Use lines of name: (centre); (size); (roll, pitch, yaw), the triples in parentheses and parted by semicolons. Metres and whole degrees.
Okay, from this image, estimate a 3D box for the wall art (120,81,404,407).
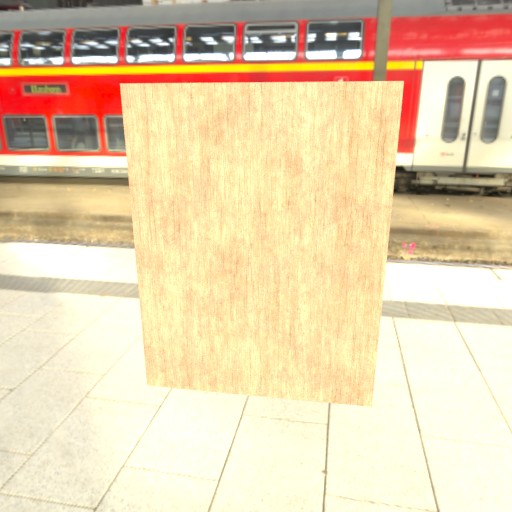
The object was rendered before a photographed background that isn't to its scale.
wall art: (0.000, 0.000, 0.940); (0.534, 0.686, 0.018); (3, 19, 8)
